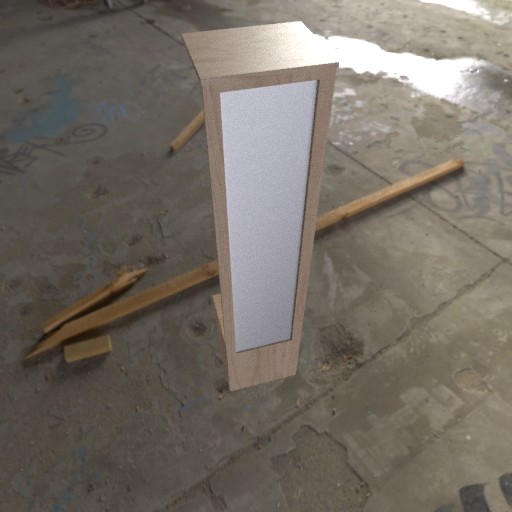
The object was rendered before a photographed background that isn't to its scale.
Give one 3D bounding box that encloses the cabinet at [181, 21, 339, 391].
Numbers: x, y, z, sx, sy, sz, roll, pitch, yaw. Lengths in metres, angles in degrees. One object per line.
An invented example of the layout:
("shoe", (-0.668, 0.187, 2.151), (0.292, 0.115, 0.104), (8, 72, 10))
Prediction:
("cabinet", (0.000, 0.000, 2.048), (0.411, 1.879, 0.338), (-11, 48, -11))
